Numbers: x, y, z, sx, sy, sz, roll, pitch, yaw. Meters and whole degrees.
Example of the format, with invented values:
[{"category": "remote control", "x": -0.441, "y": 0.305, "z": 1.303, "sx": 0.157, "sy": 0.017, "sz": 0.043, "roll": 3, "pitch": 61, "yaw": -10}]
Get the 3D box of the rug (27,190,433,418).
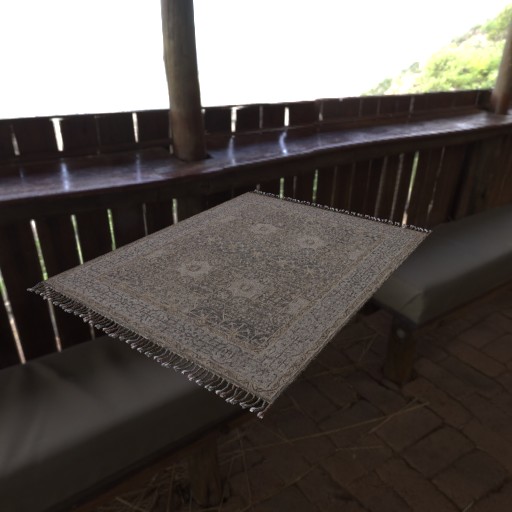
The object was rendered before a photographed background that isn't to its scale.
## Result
[{"category": "rug", "x": 0.000, "y": 0.000, "z": 4.307, "sx": 2.431, "sy": 0.017, "sz": 3.291, "roll": 18, "pitch": 32, "yaw": 32}]
